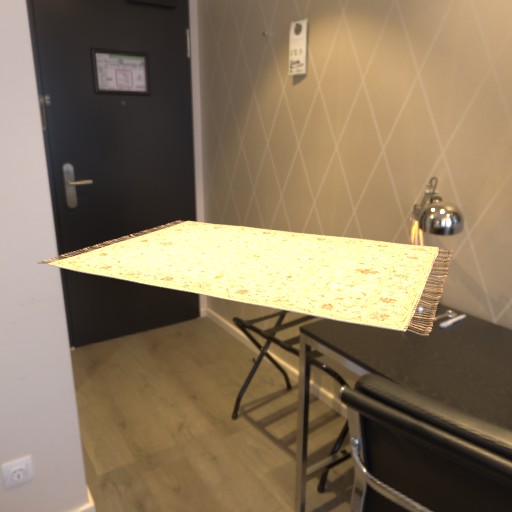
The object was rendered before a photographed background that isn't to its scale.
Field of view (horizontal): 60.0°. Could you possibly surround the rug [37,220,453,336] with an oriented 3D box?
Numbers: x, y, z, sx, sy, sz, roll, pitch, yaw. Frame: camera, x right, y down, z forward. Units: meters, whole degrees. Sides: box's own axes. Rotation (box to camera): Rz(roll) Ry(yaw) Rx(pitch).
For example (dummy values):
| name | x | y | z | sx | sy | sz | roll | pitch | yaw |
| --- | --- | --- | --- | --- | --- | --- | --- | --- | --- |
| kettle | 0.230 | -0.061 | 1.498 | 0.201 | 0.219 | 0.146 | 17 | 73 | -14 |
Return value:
| name | x | y | z | sx | sy | sz | roll | pitch | yaw |
| --- | --- | --- | --- | --- | --- | --- | --- | --- | --- |
| rug | 0.000 | 0.000 | 2.347 | 1.861 | 0.017 | 1.218 | 8 | 18 | 25 |
